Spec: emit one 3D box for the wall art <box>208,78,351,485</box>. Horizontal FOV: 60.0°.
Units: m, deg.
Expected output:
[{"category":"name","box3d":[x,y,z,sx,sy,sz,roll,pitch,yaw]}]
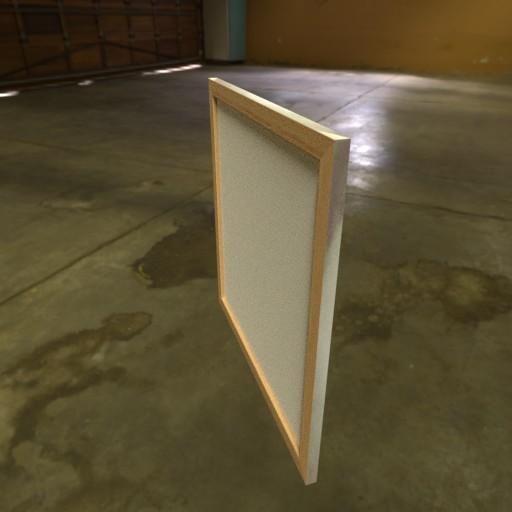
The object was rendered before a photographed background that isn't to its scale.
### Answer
[{"category":"wall art","box3d":[0.000,0.000,1.123,0.027,0.762,0.762,-9,30,-16]}]
